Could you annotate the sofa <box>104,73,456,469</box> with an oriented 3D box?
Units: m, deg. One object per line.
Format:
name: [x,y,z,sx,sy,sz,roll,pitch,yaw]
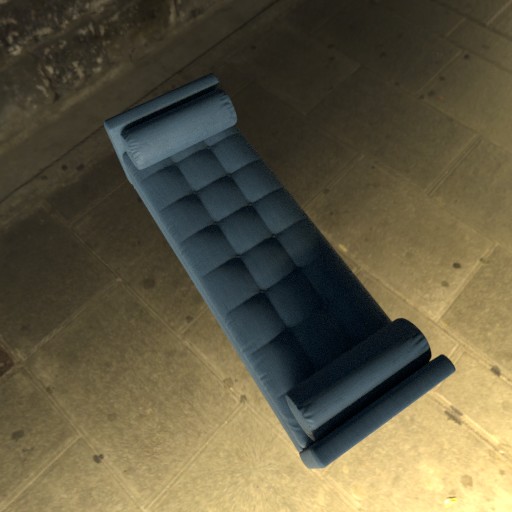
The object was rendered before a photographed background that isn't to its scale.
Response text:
sofa: [0.000,0.000,2.340,0.686,0.635,1.981,-30,68,-13]
